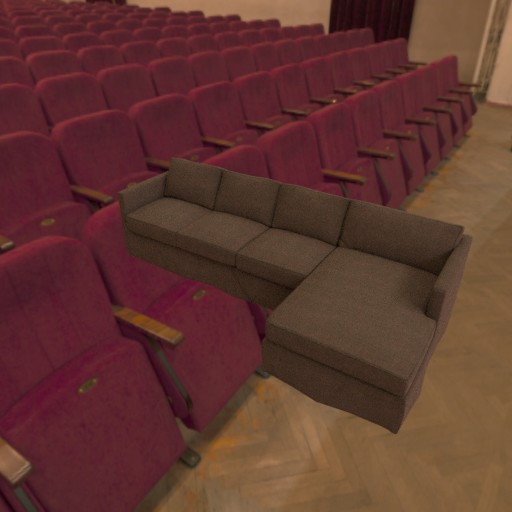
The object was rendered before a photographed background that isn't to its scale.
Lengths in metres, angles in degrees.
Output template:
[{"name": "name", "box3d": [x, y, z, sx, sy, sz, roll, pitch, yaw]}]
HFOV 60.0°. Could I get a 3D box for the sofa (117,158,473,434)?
[{"name": "sofa", "box3d": [0.000, 0.000, 3.881, 3.205, 0.922, 1.650, 18, 35, 28]}]
